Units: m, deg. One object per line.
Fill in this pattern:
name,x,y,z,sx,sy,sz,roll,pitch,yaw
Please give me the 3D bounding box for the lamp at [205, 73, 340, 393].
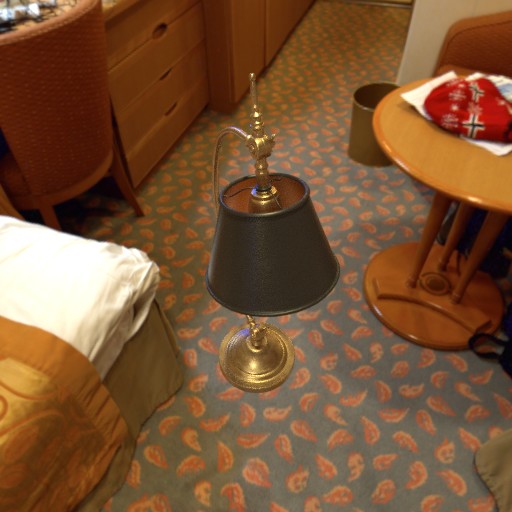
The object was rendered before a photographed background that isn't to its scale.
lamp,0.000,0.000,0.820,0.235,0.675,0.344,-21,50,-19
